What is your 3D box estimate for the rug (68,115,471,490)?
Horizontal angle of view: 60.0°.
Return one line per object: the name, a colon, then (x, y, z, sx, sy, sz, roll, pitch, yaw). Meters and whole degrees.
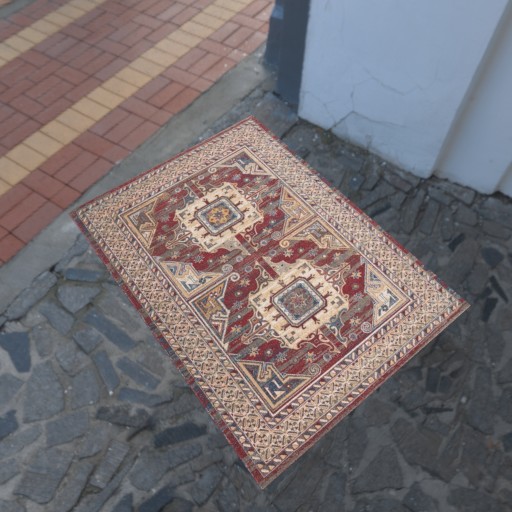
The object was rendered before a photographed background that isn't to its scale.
rug: (0.000, 0.000, 4.247, 2.381, 0.013, 3.197, -33, 64, -19)
